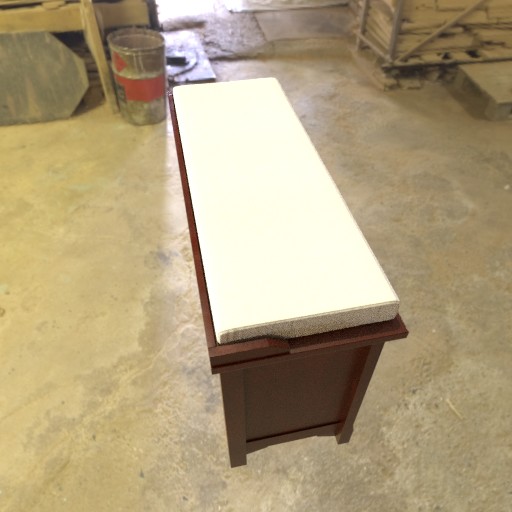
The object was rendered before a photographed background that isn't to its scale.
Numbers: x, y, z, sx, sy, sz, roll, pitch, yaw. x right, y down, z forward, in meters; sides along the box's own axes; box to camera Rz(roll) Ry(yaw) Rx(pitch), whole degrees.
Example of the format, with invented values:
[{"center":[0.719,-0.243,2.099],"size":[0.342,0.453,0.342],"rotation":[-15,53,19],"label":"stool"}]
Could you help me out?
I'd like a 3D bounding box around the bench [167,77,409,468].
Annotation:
[{"center":[0.000,0.000,1.315],"size":[0.369,0.646,0.987],"rotation":[-9,47,-8],"label":"bench"}]
